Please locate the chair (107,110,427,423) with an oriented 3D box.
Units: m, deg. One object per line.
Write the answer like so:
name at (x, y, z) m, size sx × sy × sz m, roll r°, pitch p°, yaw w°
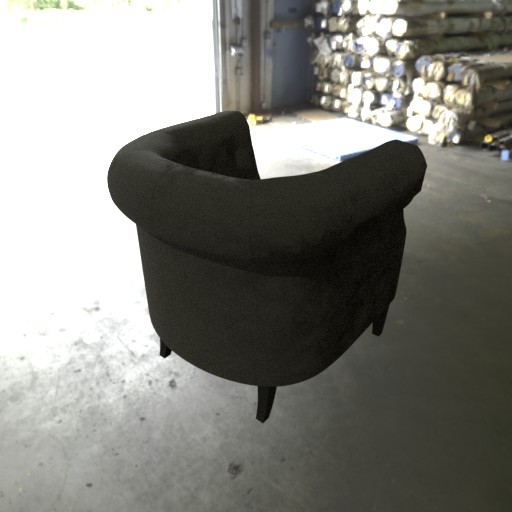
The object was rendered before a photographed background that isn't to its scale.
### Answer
chair at (0.000, 0.000, 1.572) m, size 0.904 × 0.826 × 0.851 m, roll 22°, pitch 36°, yaw 33°
